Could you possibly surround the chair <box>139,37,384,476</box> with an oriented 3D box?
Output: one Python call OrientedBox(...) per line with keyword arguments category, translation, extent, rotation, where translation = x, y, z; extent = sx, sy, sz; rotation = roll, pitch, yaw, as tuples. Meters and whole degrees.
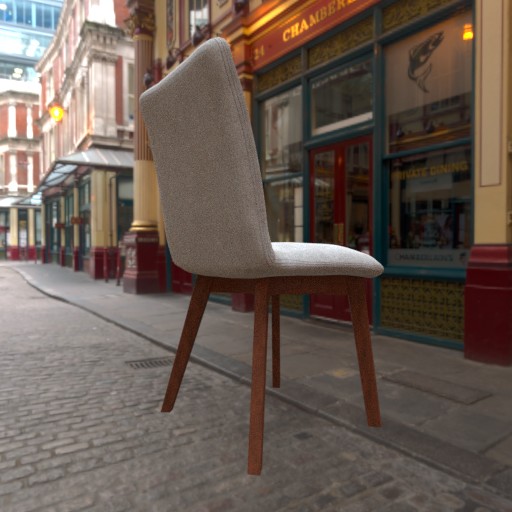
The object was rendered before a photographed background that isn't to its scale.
OrientedBox(category="chair", translation=(0.000, 0.000, 1.295), extent=(0.563, 0.974, 0.522), rotation=(0, 1, -36))
